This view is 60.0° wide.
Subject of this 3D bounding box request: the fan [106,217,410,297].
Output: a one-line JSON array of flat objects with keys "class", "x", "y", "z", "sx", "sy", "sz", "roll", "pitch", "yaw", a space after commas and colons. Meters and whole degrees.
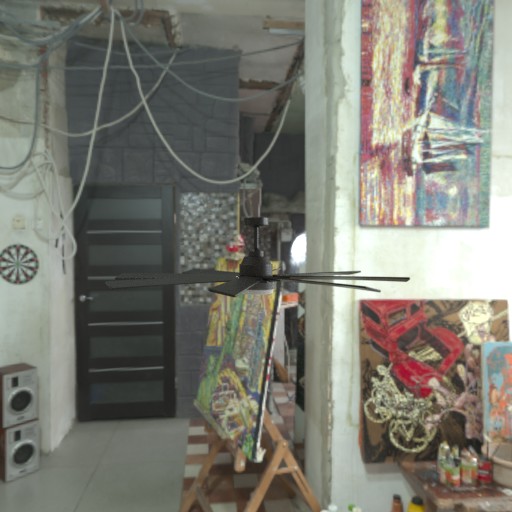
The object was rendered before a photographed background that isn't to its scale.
[{"class": "fan", "x": 0.000, "y": 0.000, "z": 2.764, "sx": 1.830, "sy": 0.472, "sz": 1.830, "roll": -1, "pitch": 2, "yaw": -36}]
